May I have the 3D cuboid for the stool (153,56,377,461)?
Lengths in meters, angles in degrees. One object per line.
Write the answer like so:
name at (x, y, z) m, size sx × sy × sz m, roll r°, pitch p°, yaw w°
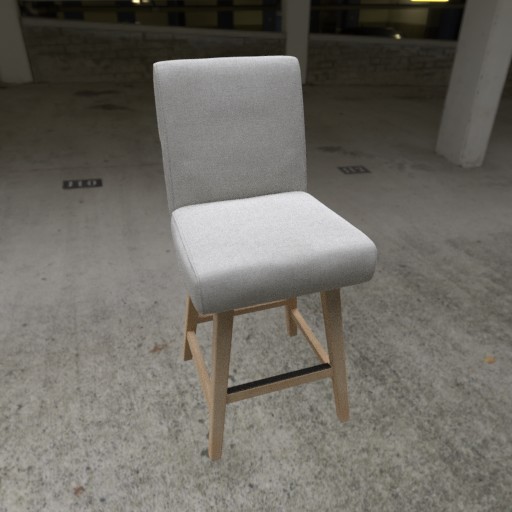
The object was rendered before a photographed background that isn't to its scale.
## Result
stool at (0.000, 0.000, 1.392) m, size 0.507 × 1.085 × 0.606 m, roll -10°, pitch 32°, yaw -16°
